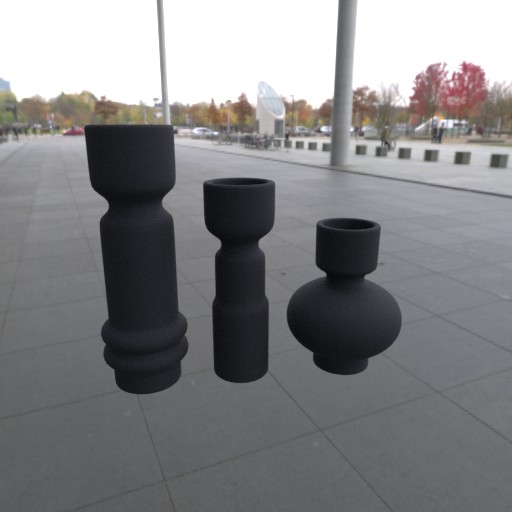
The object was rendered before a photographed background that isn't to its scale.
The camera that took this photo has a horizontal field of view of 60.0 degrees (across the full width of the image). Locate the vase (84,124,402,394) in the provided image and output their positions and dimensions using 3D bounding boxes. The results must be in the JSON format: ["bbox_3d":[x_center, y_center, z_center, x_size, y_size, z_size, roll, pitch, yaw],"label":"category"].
[{"bbox_3d":[0.000,0.000,0.438,0.307,0.249,0.120,-3,16,-9],"label":"vase"}]
